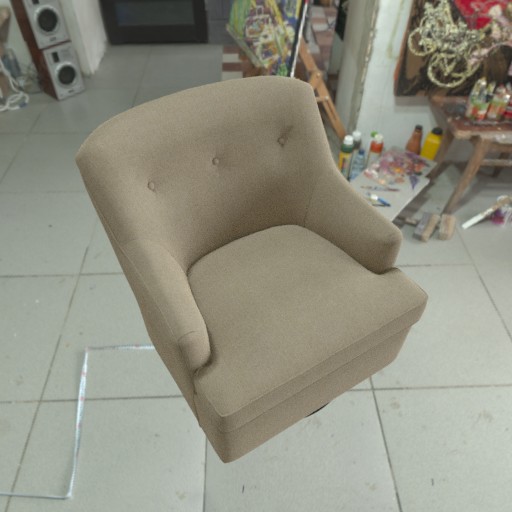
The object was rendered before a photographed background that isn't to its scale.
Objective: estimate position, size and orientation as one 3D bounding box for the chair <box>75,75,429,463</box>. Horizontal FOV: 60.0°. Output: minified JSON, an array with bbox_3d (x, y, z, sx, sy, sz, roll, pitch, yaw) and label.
[{"bbox_3d":[0.000,0.000,1.535,0.864,0.856,0.923,-24,51,-21],"label":"chair"}]
